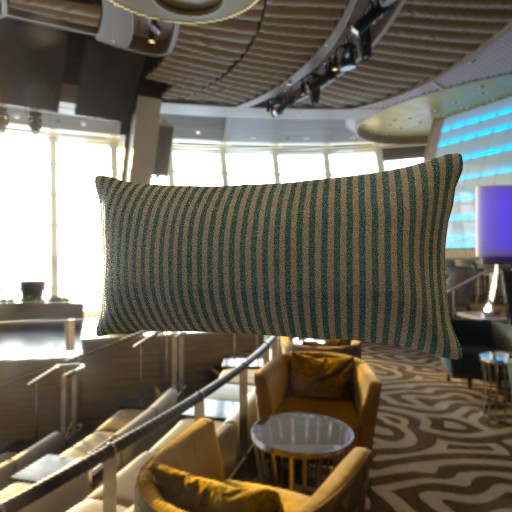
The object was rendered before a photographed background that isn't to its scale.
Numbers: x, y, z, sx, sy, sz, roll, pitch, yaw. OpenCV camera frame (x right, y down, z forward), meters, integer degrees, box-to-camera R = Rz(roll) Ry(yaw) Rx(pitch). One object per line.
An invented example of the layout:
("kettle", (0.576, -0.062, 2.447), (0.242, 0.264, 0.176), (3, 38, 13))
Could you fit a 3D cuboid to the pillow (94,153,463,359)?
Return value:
("pillow", (0.000, 0.000, 0.722), (0.617, 0.295, 0.151), (0, 0, 17))
